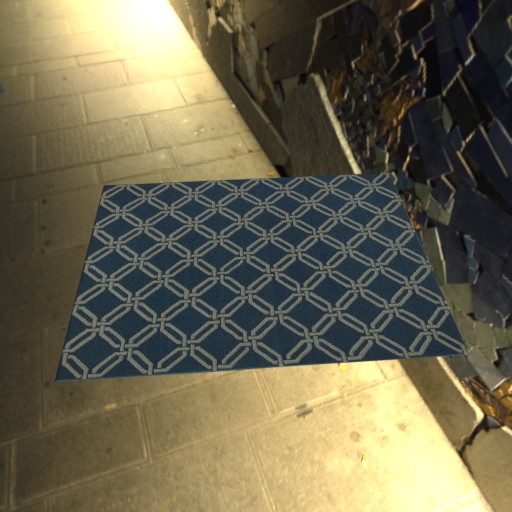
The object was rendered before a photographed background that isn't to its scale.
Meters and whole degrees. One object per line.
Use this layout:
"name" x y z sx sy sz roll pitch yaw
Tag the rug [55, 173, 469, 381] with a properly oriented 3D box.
"rug" 0.000 0.000 4.372 3.342 0.018 2.432 -3 48 -3
